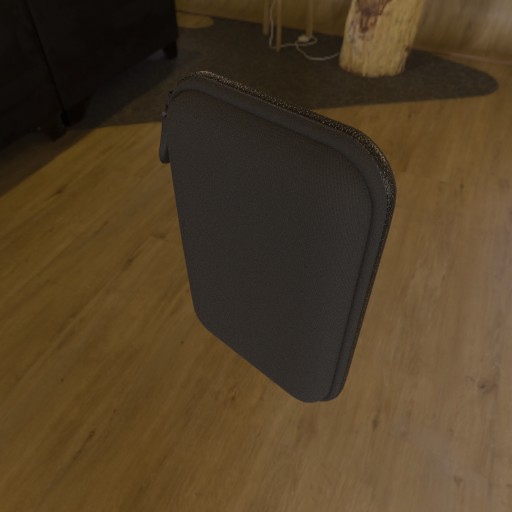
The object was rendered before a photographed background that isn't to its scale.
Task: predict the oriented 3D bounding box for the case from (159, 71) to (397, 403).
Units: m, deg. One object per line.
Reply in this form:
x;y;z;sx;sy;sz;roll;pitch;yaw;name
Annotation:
0.000;0.000;0.193;0.107;0.147;0.030;32;53;28;case
